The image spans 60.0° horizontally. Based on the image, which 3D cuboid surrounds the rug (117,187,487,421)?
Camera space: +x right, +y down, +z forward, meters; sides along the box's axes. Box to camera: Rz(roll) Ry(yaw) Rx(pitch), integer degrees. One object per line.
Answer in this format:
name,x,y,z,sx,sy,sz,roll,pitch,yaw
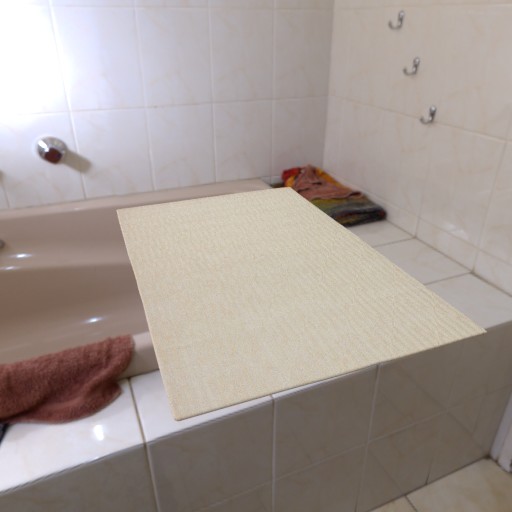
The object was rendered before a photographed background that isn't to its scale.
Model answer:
rug,0.000,0.000,2.300,1.238,0.014,1.848,-10,29,-18
